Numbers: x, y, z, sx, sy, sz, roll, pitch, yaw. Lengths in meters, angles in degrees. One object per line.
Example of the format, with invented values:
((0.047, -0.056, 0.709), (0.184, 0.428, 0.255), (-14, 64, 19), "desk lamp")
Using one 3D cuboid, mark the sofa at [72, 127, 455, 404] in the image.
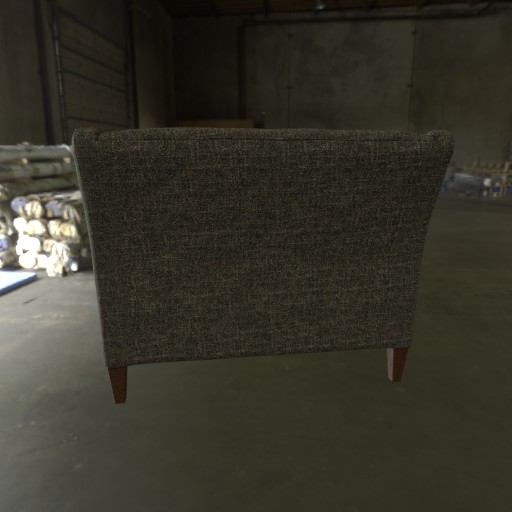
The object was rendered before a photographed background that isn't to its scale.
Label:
((0.000, 0.000, 1.895), (1.242, 1.021, 0.870), (-2, 14, -8), "sofa")
